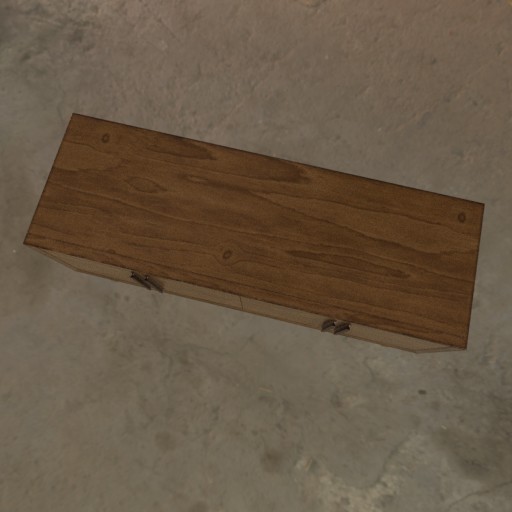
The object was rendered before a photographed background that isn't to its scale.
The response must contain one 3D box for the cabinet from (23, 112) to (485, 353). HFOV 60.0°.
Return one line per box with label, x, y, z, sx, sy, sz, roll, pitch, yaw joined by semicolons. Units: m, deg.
cabinet;0.000;0.000;1.764;1.363;0.802;0.477;13;77;3
